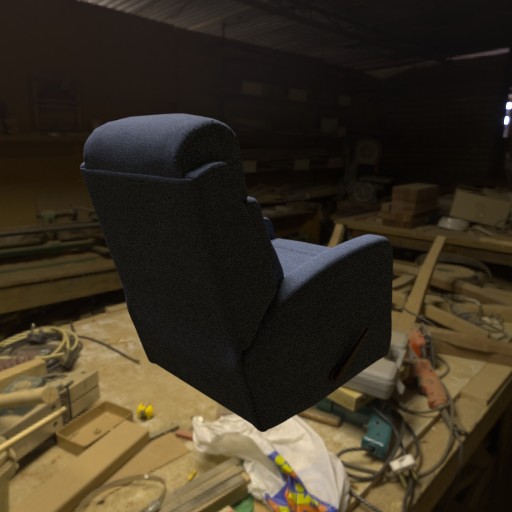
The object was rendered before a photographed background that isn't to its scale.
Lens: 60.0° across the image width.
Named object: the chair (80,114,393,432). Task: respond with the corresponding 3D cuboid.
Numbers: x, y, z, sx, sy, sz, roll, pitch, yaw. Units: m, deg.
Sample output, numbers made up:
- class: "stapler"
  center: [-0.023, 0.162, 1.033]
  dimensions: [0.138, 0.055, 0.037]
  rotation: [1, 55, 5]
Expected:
- class: "chair"
  center: [0.000, 0.000, 1.715]
  dimensions: [1.043, 1.013, 0.798]
  rotation: [-14, 20, -43]
